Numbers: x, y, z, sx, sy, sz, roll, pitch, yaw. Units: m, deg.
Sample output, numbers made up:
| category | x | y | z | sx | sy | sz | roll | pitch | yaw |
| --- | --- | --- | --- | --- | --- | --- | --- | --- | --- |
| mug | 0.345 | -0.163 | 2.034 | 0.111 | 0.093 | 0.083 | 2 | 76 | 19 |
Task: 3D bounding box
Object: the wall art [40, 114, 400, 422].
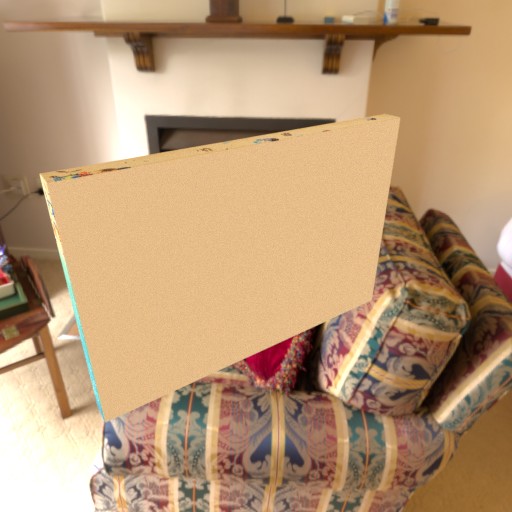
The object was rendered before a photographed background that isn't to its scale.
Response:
| category | x | y | z | sx | sy | sz | roll | pitch | yaw |
| --- | --- | --- | --- | --- | --- | --- | --- | --- | --- |
| wall art | 0.000 | 0.000 | 0.773 | 0.609 | 0.406 | 0.039 | -18 | 34 | -29 |
